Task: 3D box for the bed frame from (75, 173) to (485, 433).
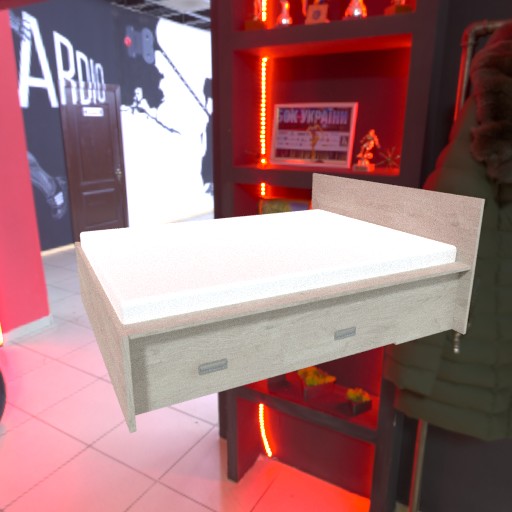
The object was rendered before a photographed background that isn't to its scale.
[{"bbox_3d":[0.000,0.000,2.780,1.960,0.800,1.622,-8,18,-26],"label":"bed frame"}]
